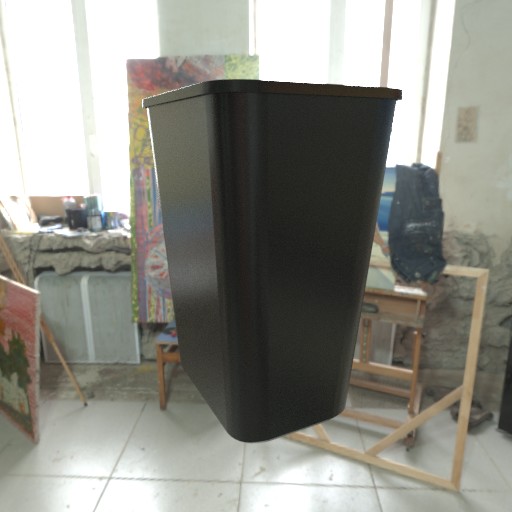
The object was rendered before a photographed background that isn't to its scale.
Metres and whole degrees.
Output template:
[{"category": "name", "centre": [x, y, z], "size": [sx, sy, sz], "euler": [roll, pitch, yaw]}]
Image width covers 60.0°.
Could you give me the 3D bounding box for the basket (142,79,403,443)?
[{"category": "basket", "centre": [0.000, 0.000, 0.764], "size": [0.287, 0.521, 0.394], "euler": [-8, 17, -26]}]
